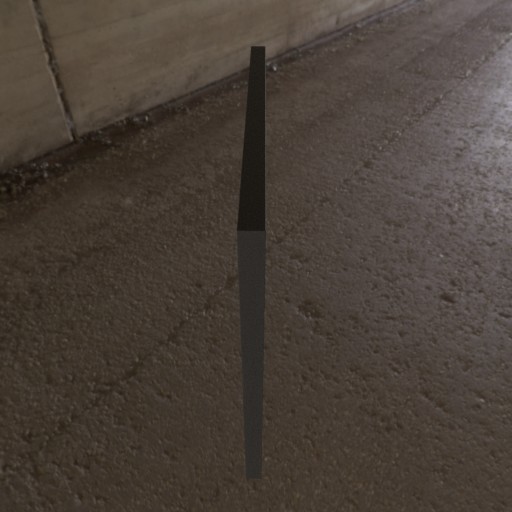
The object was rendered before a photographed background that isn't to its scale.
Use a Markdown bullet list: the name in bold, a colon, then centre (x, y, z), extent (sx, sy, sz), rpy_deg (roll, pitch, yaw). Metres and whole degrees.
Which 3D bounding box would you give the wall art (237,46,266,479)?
- **wall art**: centre (0.000, 0.000, 1.102), extent (0.037, 0.760, 0.762), rpy_deg (1, 42, 1)
